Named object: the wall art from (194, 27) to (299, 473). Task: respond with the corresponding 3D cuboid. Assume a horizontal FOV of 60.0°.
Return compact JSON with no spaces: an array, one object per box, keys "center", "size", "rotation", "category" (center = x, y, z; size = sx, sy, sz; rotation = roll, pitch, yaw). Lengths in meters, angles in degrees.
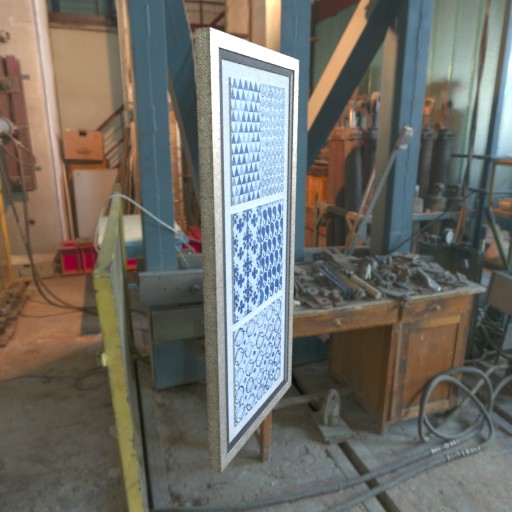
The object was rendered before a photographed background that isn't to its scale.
[{"center":[0.000,0.000,1.689],"size":[0.051,1.461,0.648],"rotation":[8,17,26],"category":"wall art"}]
